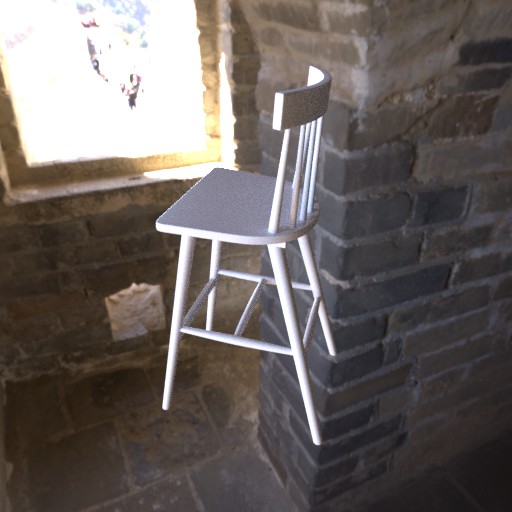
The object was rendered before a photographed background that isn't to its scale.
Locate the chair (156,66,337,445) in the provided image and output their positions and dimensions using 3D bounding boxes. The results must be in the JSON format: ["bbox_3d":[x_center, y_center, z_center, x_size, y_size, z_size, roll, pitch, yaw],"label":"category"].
[{"bbox_3d":[0.000,0.000,1.433,0.572,1.092,0.483,8,31,13],"label":"chair"}]
